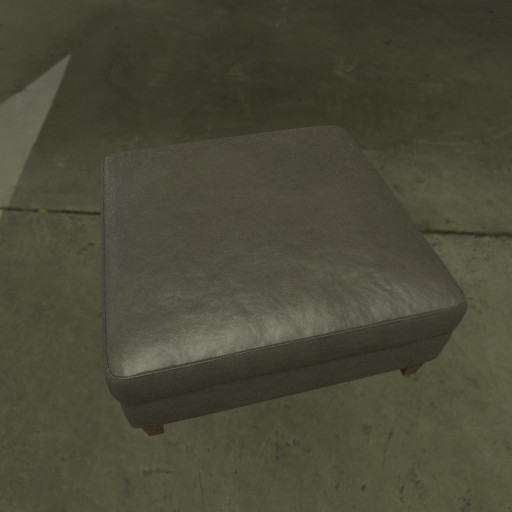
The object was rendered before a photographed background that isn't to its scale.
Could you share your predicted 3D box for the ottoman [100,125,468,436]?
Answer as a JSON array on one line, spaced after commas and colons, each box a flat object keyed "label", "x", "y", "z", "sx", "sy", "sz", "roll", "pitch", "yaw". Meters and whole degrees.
[{"label": "ottoman", "x": 0.000, "y": 0.000, "z": 1.316, "sx": 0.844, "sy": 0.415, "sz": 0.836, "roll": -10, "pitch": 47, "yaw": -10}]
